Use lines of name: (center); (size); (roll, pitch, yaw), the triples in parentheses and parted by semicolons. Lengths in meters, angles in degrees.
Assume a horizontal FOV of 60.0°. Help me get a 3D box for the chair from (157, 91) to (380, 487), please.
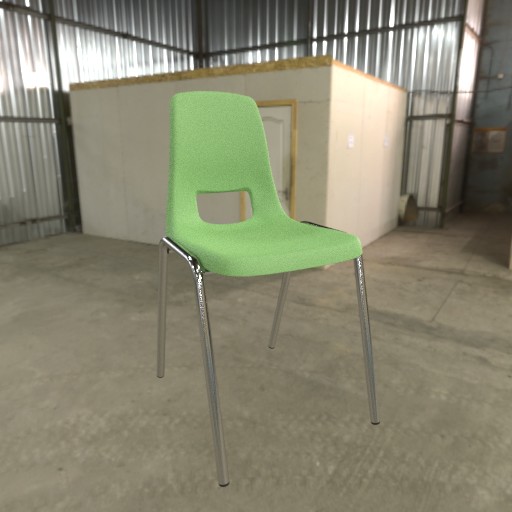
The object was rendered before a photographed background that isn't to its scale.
chair: (0.000, 0.000, 0.960); (0.381, 0.704, 0.436); (-8, 17, -28)
